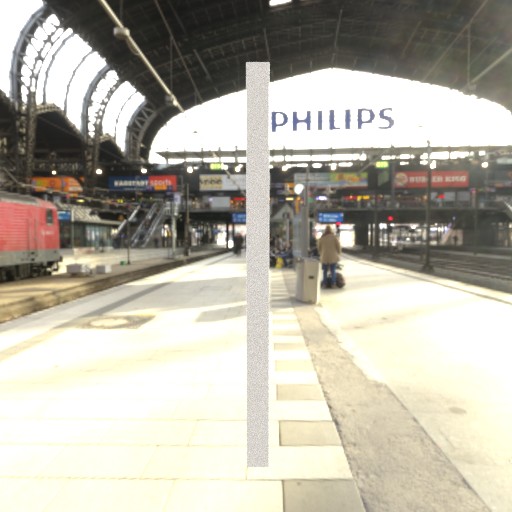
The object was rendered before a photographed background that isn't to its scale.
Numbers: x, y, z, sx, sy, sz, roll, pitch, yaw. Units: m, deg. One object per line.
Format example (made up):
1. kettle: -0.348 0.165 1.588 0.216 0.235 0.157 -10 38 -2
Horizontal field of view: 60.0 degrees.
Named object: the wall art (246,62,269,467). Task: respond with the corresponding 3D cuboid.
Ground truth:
1. wall art: 0.000 0.000 1.638 0.051 0.902 1.308 0 2 0
